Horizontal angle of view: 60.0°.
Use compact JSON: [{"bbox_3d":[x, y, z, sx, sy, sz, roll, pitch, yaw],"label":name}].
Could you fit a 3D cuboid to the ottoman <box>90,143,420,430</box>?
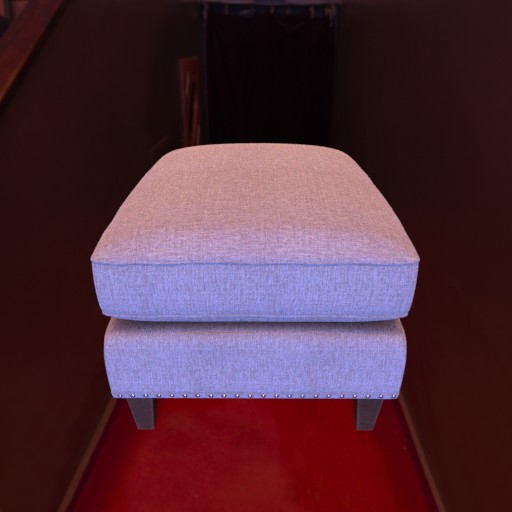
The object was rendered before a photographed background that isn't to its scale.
[{"bbox_3d":[0.000,0.000,1.151,0.584,0.513,0.741,0,27,0],"label":"ottoman"}]
